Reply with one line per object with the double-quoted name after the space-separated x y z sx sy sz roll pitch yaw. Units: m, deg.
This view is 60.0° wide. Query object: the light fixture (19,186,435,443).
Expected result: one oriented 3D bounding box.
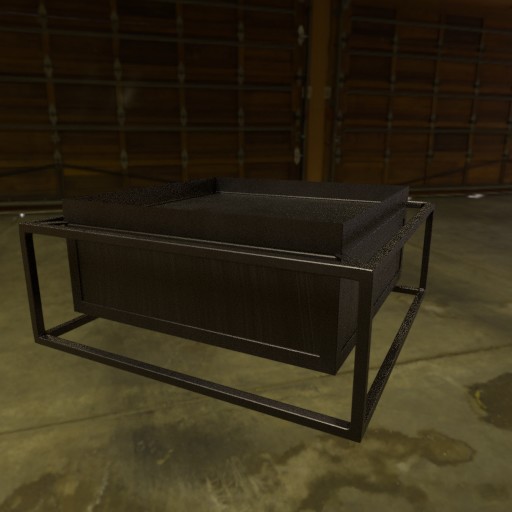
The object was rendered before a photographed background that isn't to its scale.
0.000 0.000 0.661 0.441 0.191 0.441 8 17 26 "light fixture"
